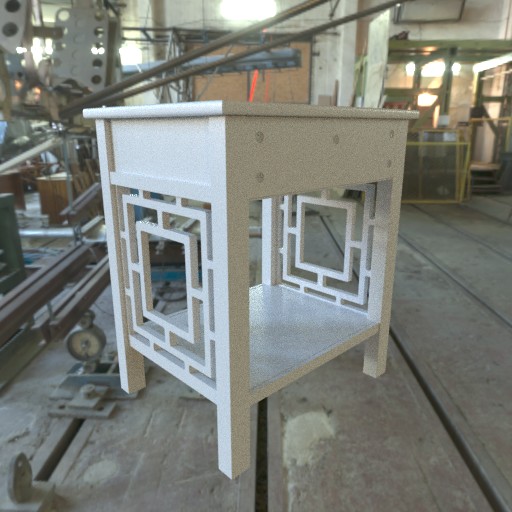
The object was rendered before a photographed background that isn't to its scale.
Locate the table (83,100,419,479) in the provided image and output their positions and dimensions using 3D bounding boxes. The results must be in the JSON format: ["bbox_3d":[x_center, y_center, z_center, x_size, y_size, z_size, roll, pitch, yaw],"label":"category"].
[{"bbox_3d":[0.000,0.000,1.029,0.564,0.646,0.451,-15,22,-42],"label":"table"}]
